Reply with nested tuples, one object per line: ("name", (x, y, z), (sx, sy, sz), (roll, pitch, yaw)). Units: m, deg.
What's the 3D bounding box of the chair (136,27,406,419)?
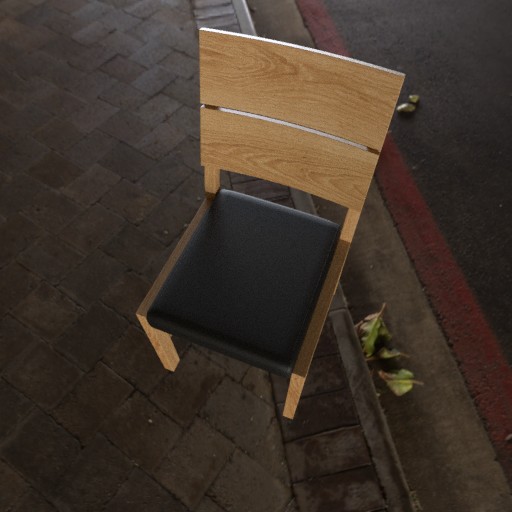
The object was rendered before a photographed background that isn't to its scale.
("chair", (0.000, 0.000, 1.253), (0.475, 0.950, 0.569), (18, 60, 11))
